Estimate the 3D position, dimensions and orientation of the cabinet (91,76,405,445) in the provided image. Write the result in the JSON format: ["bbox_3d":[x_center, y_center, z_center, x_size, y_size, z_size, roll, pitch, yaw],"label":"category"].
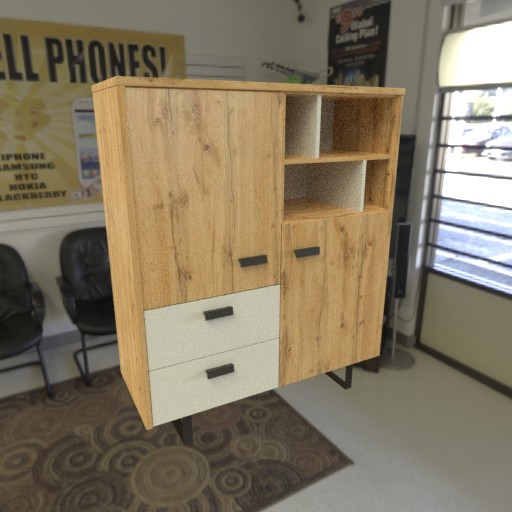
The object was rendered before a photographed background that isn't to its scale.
[{"bbox_3d":[0.000,0.000,1.957,1.168,1.397,0.473,-9,19,-27],"label":"cabinet"}]
